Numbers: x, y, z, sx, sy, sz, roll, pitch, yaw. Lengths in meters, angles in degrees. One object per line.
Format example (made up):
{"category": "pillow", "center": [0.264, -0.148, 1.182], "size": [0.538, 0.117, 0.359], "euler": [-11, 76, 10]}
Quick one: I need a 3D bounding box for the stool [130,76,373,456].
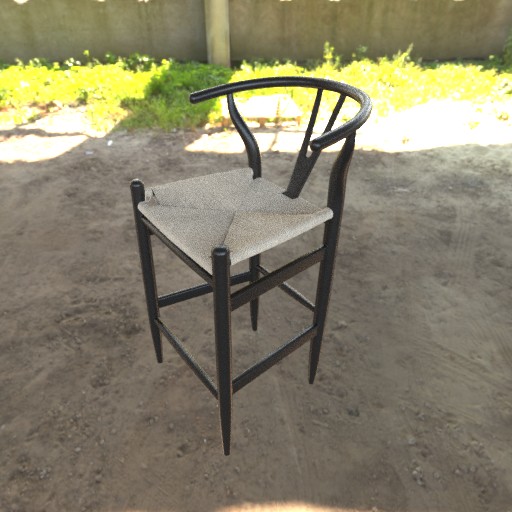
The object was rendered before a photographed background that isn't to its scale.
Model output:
{"category": "stool", "center": [0.000, 0.000, 1.374], "size": [0.579, 0.970, 0.569], "euler": [-21, 37, -30]}
